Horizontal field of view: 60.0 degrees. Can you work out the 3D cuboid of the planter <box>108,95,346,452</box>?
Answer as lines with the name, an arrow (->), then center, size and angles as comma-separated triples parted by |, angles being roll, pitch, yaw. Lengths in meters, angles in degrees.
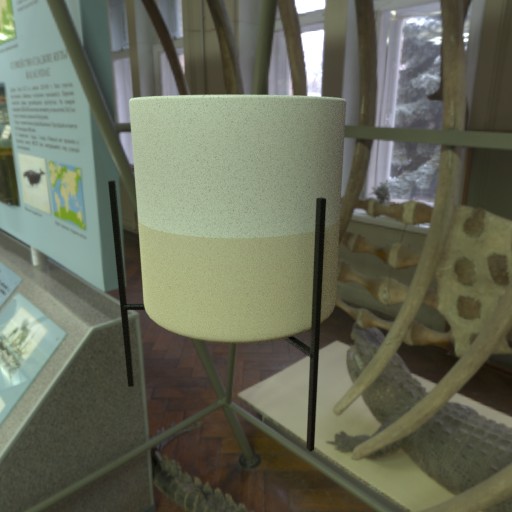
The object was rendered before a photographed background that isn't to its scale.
planter -> 0.000, 0.000, 0.544 | 0.263, 0.362, 0.267 | -16, 23, -41
